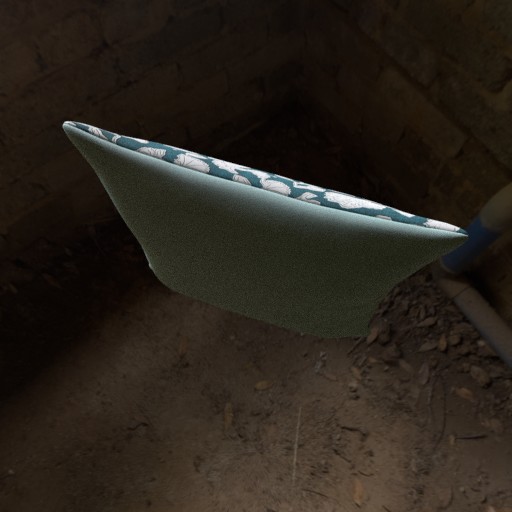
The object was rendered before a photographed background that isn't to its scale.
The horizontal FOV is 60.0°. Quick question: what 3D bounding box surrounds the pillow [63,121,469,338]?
[{"bbox_3d":[0.000,0.000,0.774,0.525,0.508,0.166,17,67,7],"label":"pillow"}]
